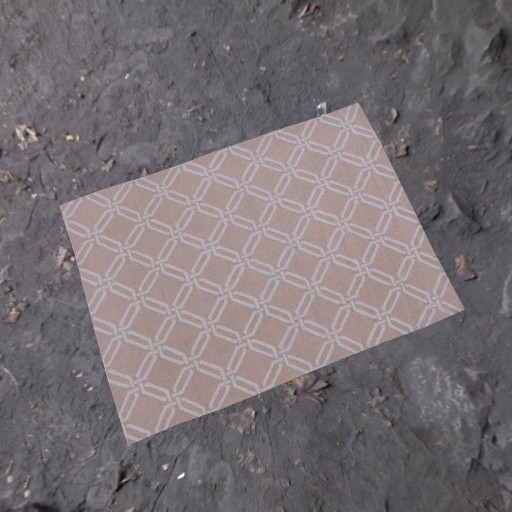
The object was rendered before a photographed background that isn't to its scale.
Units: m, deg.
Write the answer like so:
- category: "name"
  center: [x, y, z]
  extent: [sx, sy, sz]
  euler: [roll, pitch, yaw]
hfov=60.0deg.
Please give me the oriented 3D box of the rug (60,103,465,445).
- category: "rug"
  center: [0.000, 0.000, 4.358]
  extent: [3.365, 0.020, 2.452]
  euler: [-20, 75, -6]
